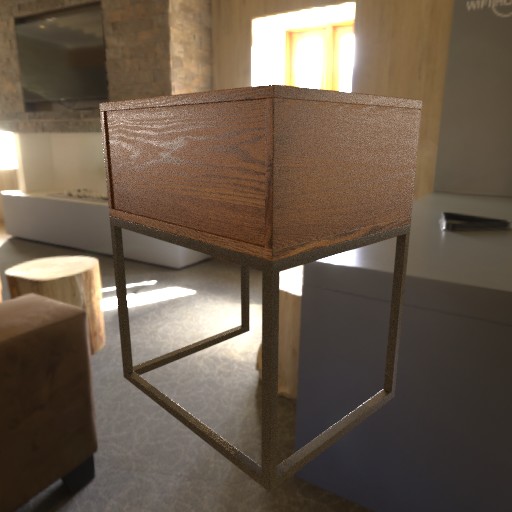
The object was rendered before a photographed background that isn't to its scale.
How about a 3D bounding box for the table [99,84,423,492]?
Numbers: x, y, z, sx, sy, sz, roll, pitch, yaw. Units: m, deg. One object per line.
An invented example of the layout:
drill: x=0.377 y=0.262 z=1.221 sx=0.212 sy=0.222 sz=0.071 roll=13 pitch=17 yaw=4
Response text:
table: x=0.000 y=0.000 z=0.925 sx=0.400 sy=0.610 sz=0.482 roll=-14 pitch=21 yaw=-42
